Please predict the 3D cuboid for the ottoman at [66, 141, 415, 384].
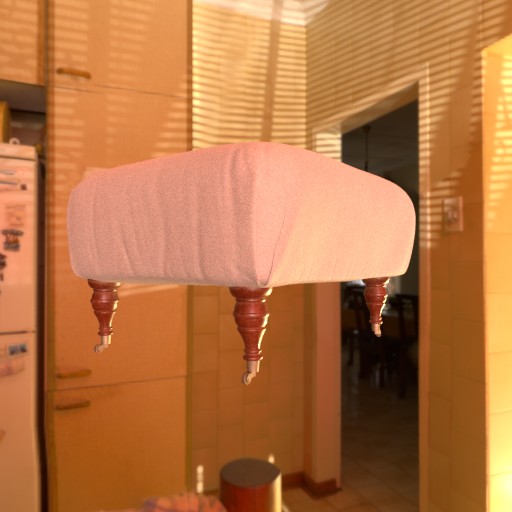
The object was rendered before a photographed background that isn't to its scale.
[{"bbox_3d":[0.000,0.000,1.137,0.622,0.450,0.746,0,-1,37],"label":"ottoman"}]
